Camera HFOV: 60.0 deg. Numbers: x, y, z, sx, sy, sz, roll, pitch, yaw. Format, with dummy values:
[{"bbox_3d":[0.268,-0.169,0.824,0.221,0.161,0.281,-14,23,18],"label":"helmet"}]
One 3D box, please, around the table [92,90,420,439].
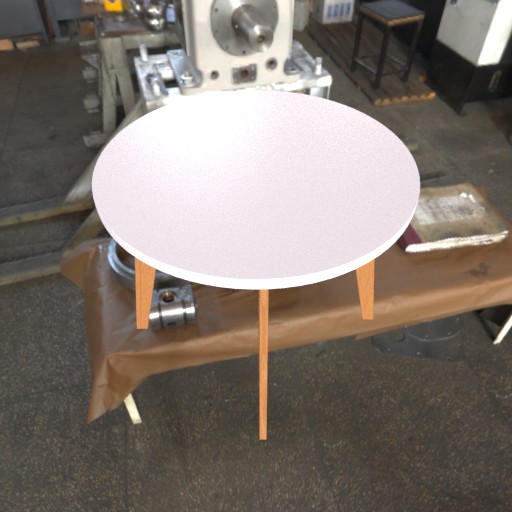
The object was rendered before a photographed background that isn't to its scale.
[{"bbox_3d":[0.000,0.000,1.519,0.896,0.762,0.896,0,45,0],"label":"table"}]
